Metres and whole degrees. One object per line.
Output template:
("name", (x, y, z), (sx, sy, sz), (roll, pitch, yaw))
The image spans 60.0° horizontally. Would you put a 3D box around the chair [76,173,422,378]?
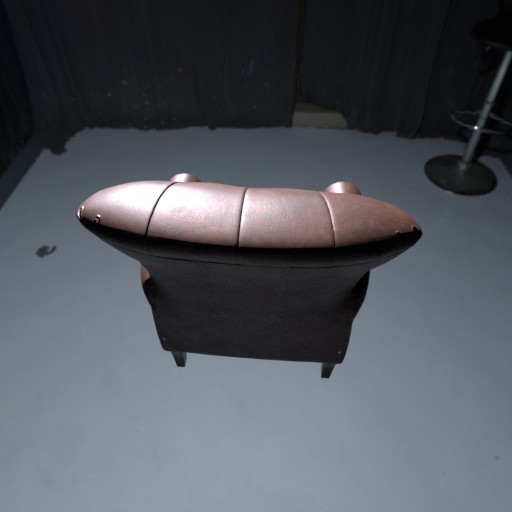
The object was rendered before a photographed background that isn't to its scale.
("chair", (0.000, 0.000, 1.854), (0.979, 1.162, 1.031), (4, 46, 3))
